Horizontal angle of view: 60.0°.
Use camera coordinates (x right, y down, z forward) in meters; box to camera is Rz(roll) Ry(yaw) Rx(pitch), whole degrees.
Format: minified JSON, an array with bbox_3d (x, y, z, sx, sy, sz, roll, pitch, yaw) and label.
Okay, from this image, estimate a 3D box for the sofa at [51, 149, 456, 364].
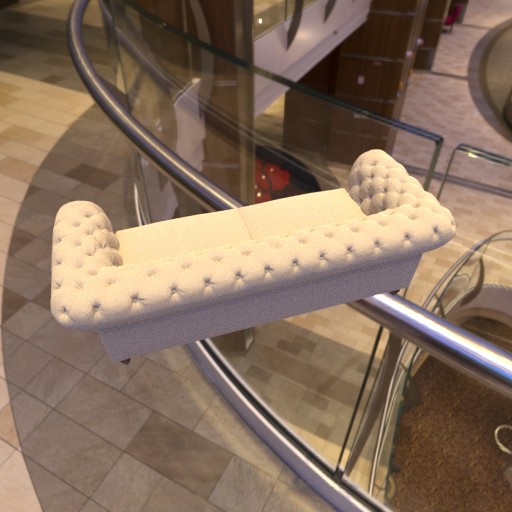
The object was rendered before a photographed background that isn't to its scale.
[{"bbox_3d":[0.000,0.000,3.262,2.694,0.847,1.076,-12,44,-13],"label":"sofa"}]
